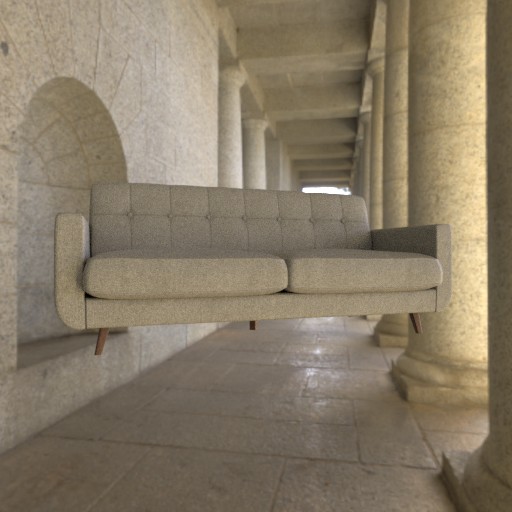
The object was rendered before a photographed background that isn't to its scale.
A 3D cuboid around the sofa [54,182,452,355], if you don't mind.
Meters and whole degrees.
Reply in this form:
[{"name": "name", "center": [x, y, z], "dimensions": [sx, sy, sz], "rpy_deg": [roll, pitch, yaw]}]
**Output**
[{"name": "sofa", "center": [0.000, 0.000, 2.562], "dimensions": [2.055, 0.873, 0.968], "rpy_deg": [0, 0, -19]}]
